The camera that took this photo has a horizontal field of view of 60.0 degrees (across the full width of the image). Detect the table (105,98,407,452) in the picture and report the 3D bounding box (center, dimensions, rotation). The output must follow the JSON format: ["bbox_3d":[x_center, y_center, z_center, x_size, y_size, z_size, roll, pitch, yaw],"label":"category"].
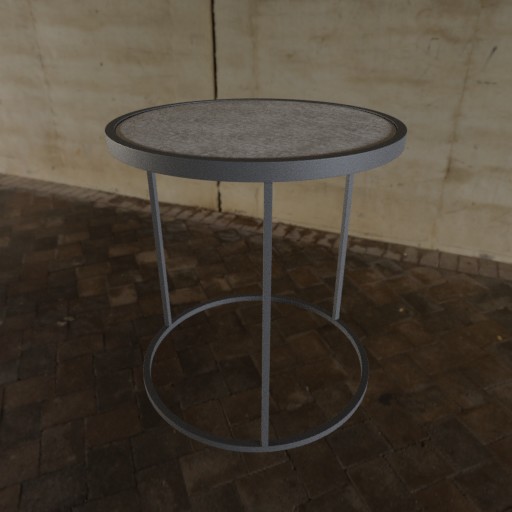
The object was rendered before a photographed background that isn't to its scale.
[{"bbox_3d":[0.000,0.000,0.835,0.470,0.498,0.470,0,28,0],"label":"table"}]
